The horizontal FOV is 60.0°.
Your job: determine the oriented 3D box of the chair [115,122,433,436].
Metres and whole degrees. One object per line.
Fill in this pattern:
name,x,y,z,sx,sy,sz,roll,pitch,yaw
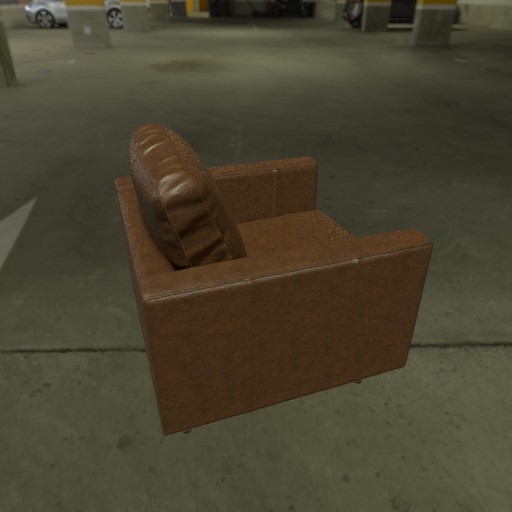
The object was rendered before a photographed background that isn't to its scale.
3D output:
chair,0.000,0.000,1.681,0.909,0.956,0.890,-10,32,-17
